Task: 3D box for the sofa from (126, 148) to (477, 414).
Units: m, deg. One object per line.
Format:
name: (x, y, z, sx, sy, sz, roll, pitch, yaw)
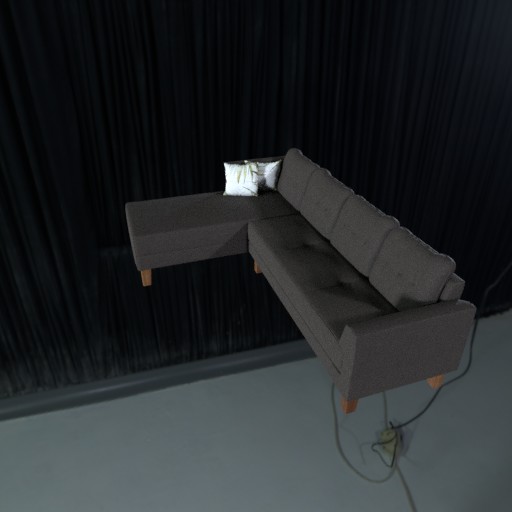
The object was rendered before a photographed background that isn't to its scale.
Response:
sofa: (0.000, 0.000, 3.532, 1.829, 0.932, 2.679, -10, 32, -16)
